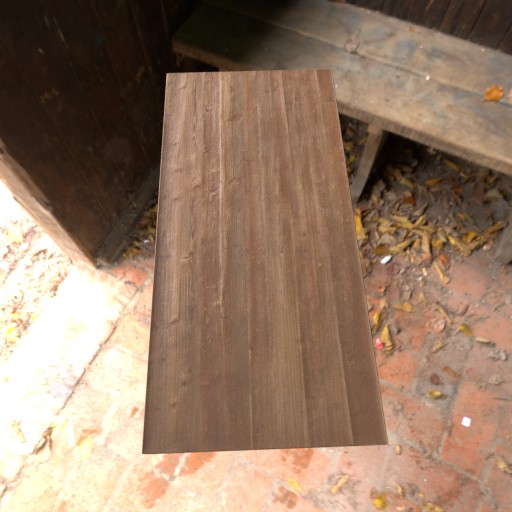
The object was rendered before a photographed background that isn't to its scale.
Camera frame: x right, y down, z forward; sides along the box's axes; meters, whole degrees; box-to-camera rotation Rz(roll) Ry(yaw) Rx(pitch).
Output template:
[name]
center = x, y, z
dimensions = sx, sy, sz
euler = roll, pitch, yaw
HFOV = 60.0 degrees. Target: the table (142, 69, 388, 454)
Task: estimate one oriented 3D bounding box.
[table]
center = 0.000, 0.000, 2.476
dimensions = 0.952, 0.760, 2.003
euler = -2, 65, -1
